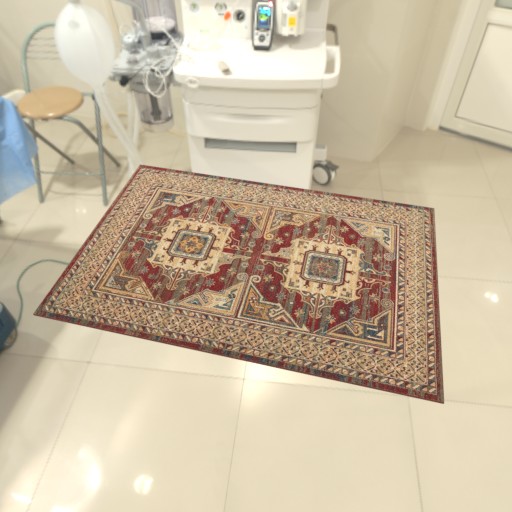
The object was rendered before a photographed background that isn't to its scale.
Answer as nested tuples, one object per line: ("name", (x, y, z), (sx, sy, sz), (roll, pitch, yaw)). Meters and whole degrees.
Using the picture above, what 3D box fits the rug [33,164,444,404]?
("rug", (0.000, 0.000, 5.778), (4.578, 0.033, 3.033), (10, 48, 9))
